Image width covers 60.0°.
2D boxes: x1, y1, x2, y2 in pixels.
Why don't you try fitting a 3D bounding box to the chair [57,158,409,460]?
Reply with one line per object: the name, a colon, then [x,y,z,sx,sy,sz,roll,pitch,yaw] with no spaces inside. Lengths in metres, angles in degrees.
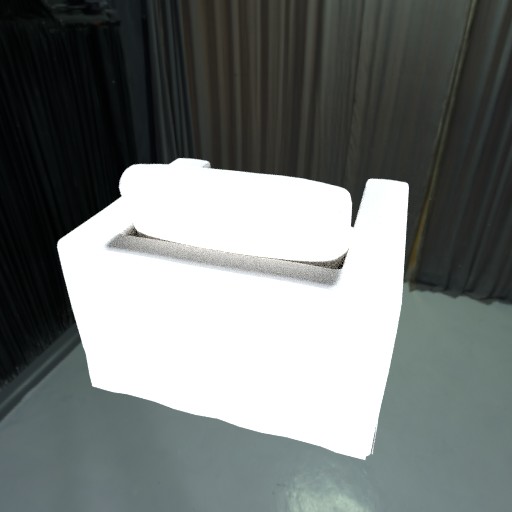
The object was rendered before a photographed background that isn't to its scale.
chair: [0.000,0.000,1.811,1.150,0.878,0.957,9,32,15]
